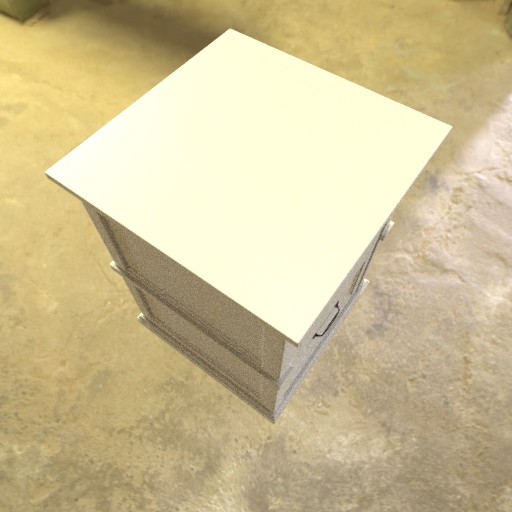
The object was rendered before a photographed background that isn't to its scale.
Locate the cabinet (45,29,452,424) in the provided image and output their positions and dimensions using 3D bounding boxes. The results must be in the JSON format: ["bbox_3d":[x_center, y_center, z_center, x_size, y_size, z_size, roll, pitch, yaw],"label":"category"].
[{"bbox_3d":[0.000,0.000,1.158,0.547,0.775,0.544,32,64,18],"label":"cabinet"}]
